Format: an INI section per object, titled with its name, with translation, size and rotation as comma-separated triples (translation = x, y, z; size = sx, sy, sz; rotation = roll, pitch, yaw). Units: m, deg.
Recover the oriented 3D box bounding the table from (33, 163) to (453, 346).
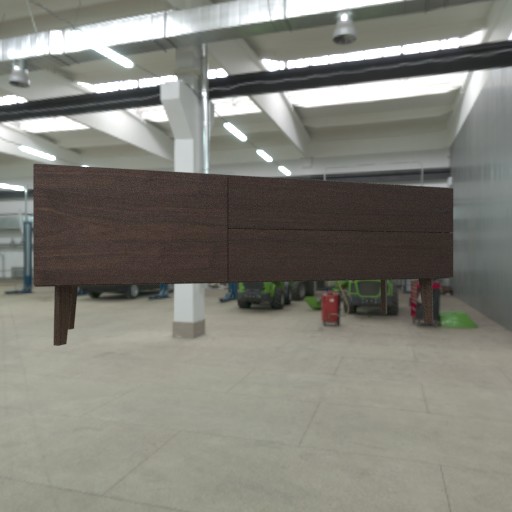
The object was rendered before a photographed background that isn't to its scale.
[table]
translation = 0.000, 0.000, 1.606
size = 1.397, 0.508, 0.405
rotation = 0, 0, -18
